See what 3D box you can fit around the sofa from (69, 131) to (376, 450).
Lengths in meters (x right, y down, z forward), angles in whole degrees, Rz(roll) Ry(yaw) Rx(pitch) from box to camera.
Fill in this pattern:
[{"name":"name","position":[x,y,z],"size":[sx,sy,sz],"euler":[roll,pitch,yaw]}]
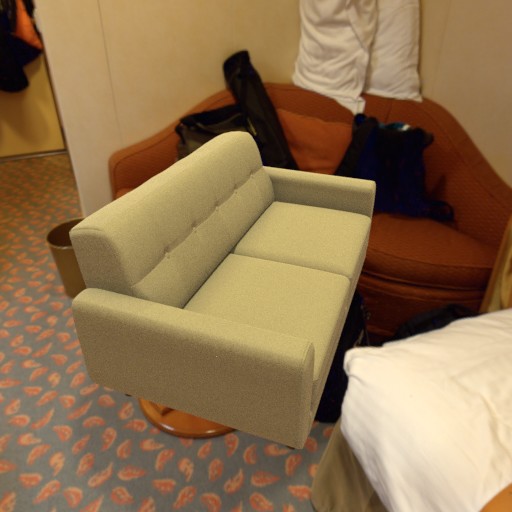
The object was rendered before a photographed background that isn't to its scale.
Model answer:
[{"name":"sofa","position":[0.000,0.000,2.263],"size":[0.980,0.892,1.655],"euler":[11,33,18]}]
